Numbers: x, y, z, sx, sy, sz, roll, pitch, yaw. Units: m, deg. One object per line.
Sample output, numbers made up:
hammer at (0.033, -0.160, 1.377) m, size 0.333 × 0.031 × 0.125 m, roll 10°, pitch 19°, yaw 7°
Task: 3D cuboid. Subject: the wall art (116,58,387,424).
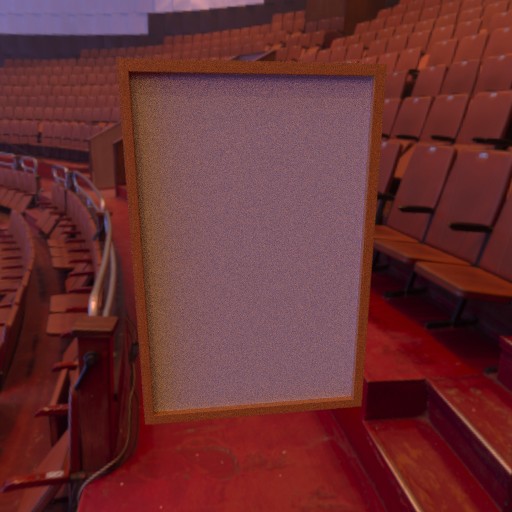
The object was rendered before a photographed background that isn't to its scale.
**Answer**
wall art at (0.000, 0.000, 1.132) m, size 0.610 × 0.916 × 0.037 m, roll -2°, pitch 16°, yaw -8°
